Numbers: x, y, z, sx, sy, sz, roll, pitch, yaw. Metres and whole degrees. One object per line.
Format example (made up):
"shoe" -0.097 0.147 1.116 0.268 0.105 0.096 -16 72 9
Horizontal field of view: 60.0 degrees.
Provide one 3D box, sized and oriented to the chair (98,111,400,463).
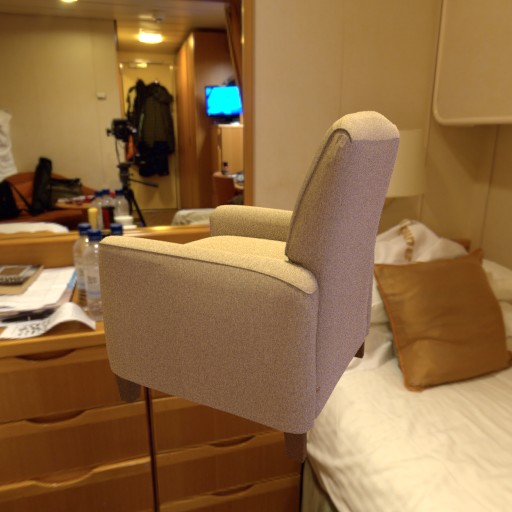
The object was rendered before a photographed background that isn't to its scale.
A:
"chair" 0.000 0.000 1.657 0.864 1.014 0.848 8 17 26
